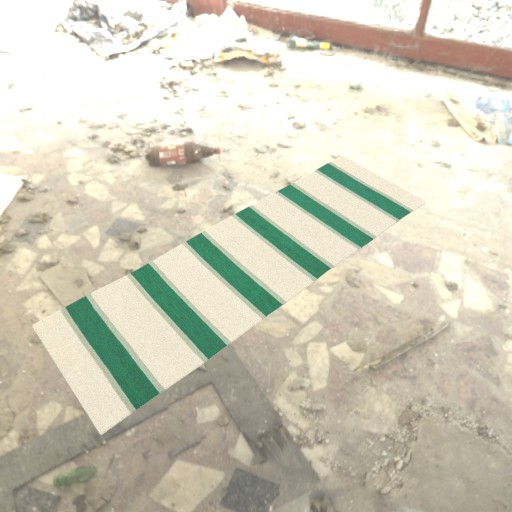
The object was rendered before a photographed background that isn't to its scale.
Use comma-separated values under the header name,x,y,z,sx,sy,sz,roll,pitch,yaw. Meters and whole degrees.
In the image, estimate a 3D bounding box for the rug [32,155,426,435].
name,x,y,z,sx,sy,sz,roll,pitch,yaw
rug,0.000,0.000,2.677,2.438,0.012,0.768,-32,54,-27
